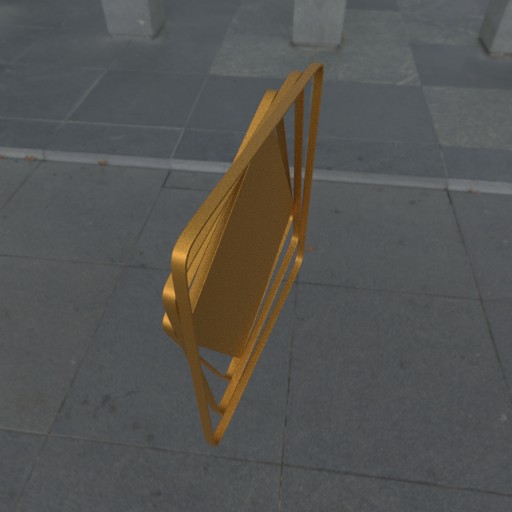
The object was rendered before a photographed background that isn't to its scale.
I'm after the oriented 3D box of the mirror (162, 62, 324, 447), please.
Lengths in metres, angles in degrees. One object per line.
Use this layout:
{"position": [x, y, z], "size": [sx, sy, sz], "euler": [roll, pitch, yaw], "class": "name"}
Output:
{"position": [0.000, 0.000, 0.711], "size": [0.045, 0.468, 0.470], "euler": [16, 48, 15], "class": "mirror"}
